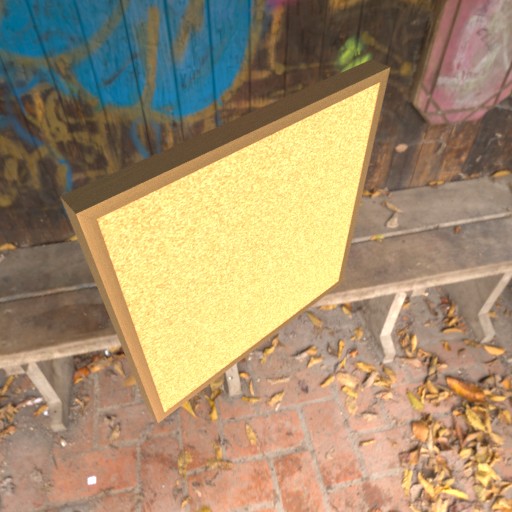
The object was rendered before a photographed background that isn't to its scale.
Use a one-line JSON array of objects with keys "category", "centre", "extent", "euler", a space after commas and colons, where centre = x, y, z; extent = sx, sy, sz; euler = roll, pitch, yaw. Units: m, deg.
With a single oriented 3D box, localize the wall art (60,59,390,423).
[{"category": "wall art", "centre": [0.000, 0.000, 0.752], "extent": [0.510, 0.509, 0.037], "euler": [-33, 55, -27]}]
